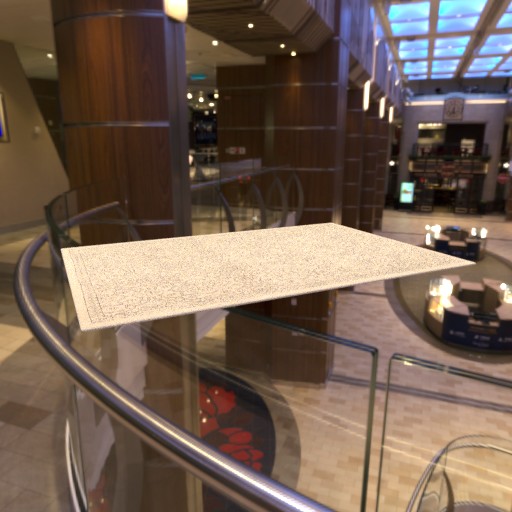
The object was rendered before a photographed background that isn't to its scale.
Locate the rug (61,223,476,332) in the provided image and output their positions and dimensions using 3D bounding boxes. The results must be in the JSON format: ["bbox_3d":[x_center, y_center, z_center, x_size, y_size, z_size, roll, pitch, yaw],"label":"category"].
[{"bbox_3d":[0.000,0.000,2.328,1.829,0.010,1.219,-7,16,-25],"label":"rug"}]
